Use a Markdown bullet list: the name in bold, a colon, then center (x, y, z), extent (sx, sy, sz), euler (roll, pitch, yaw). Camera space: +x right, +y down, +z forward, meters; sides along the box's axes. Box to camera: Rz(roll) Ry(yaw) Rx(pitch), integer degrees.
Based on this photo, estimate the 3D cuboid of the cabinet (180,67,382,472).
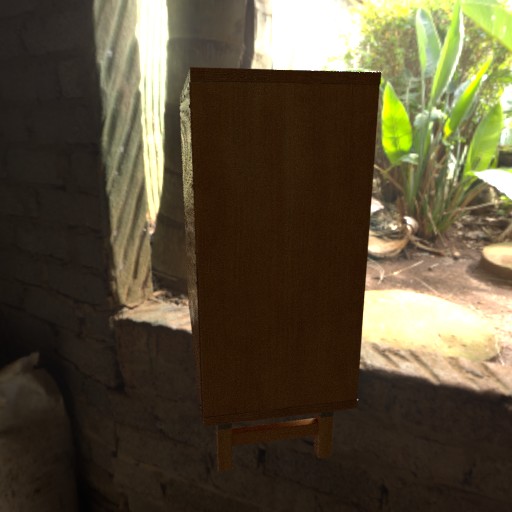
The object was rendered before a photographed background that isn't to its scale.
- **cabinet**: center (0.000, 0.000, 1.405), extent (0.419, 1.001, 0.800), euler (-3, 16, -10)
